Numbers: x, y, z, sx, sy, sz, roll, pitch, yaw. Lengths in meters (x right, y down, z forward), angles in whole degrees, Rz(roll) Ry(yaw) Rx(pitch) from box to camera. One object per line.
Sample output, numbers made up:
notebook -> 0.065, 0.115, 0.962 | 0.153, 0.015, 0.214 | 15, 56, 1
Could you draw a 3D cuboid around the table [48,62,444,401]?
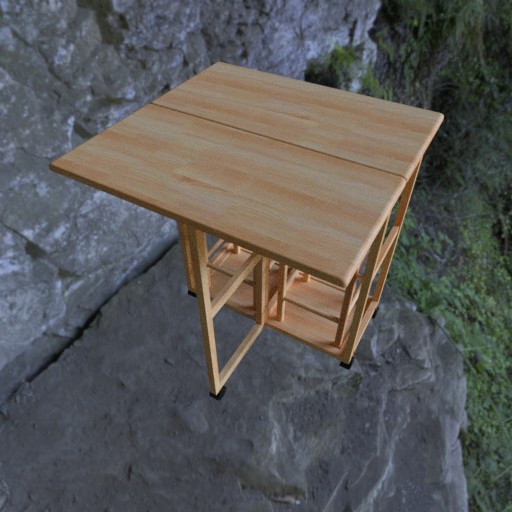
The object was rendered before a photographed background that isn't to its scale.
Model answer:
table -> 0.000, 0.000, 1.378 | 0.752, 0.832, 0.693 | 22, 49, 21
